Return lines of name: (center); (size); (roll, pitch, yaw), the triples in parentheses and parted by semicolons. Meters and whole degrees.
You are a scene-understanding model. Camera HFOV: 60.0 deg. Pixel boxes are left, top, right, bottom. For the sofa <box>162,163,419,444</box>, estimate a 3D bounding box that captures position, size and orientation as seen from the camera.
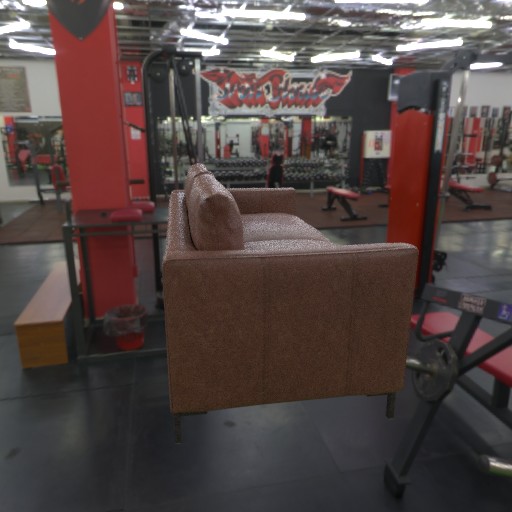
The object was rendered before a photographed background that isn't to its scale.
sofa: (0.000, 0.000, 2.326); (0.899, 0.883, 1.797); (-3, 16, -10)
